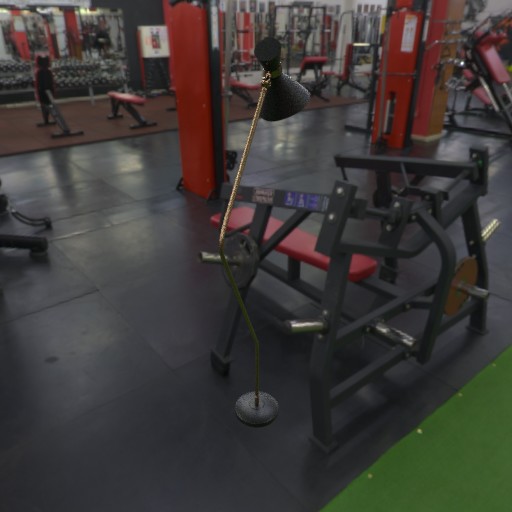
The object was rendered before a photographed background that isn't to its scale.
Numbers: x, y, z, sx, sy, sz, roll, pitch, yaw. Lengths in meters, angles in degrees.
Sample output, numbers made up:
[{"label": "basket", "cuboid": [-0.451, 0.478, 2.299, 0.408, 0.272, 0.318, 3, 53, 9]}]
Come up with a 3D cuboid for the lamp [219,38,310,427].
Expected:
[{"label": "lamp", "cuboid": [0.000, 0.000, 1.630, 0.467, 1.438, 0.277, -19, 32, -32]}]
